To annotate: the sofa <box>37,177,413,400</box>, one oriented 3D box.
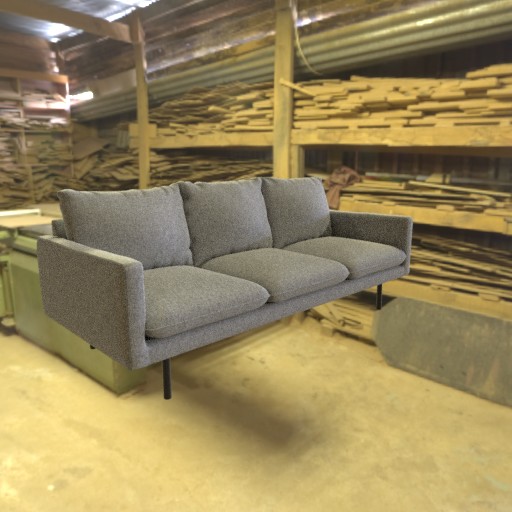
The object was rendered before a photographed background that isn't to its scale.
[{"bbox_3d":[0.000,0.000,2.440,2.000,0.830,0.850,-11,16,-43],"label":"sofa"}]
